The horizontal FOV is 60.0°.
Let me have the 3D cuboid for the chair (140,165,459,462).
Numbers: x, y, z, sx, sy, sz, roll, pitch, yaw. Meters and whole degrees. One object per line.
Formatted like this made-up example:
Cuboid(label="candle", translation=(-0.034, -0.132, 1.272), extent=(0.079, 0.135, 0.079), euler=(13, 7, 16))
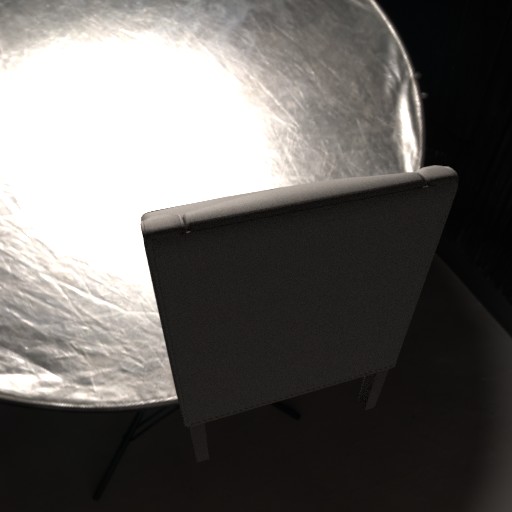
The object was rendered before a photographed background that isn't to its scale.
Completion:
Cuboid(label="chair", translation=(0.000, 0.000, 1.337), extent=(0.631, 0.867, 0.747), euler=(-12, 43, -13))
